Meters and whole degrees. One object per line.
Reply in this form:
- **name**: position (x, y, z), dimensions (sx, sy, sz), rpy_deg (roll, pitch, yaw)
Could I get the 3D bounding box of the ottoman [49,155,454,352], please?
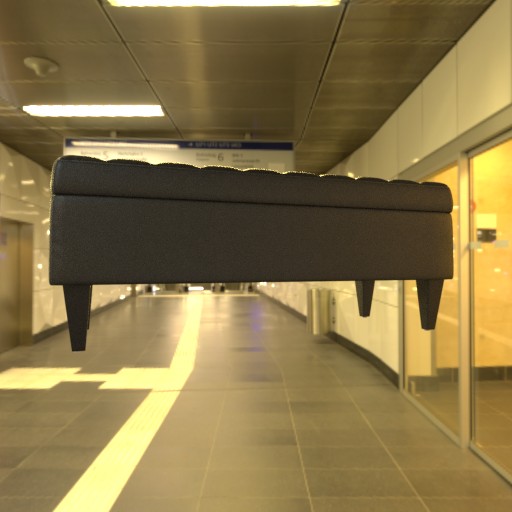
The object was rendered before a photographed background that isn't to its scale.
- **ottoman**: position (0.000, 0.000, 1.400), dimensions (1.151, 0.469, 0.482), rpy_deg (0, -1, -19)
